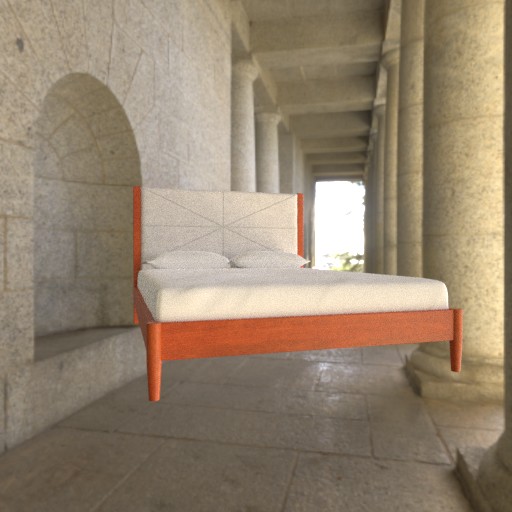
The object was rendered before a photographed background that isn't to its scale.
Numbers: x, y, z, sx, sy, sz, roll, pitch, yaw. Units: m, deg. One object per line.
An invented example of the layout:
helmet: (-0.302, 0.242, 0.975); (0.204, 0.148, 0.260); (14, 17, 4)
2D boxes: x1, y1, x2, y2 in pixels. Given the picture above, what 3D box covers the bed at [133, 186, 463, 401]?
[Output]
bed: (0.000, 0.000, 3.021); (1.566, 1.165, 2.117); (0, 1, -17)
